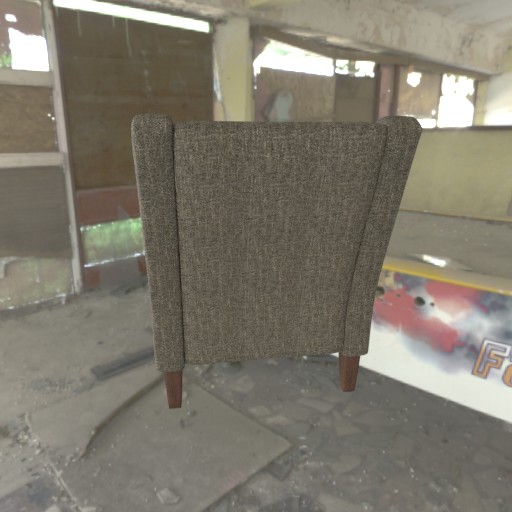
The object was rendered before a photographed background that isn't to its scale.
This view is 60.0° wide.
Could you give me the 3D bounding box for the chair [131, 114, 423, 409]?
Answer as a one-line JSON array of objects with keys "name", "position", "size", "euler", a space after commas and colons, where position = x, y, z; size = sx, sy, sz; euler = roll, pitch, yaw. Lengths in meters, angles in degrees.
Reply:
[{"name": "chair", "position": [0.000, 0.000, 1.723], "size": [0.793, 1.012, 0.944], "euler": [-3, 15, -9]}]
